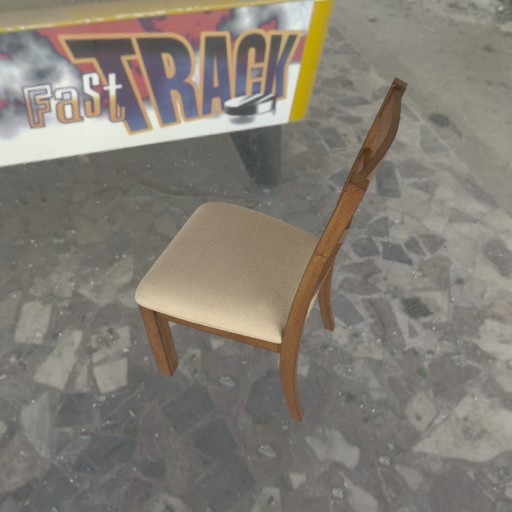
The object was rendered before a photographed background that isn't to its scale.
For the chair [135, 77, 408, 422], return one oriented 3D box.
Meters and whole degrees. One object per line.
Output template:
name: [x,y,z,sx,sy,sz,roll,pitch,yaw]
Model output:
chair: [0.000,0.000,1.256,0.581,0.949,0.461,17,49,15]
